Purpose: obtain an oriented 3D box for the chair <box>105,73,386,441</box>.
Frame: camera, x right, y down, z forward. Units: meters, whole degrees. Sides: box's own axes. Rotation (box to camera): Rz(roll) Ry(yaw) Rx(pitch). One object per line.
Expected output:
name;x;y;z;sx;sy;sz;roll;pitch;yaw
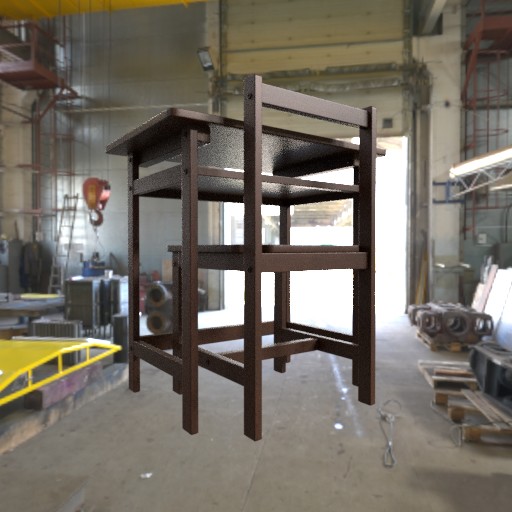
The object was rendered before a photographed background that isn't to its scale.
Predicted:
chair;0.000;0.000;1.091;0.599;0.673;0.463;-1;1;-36
